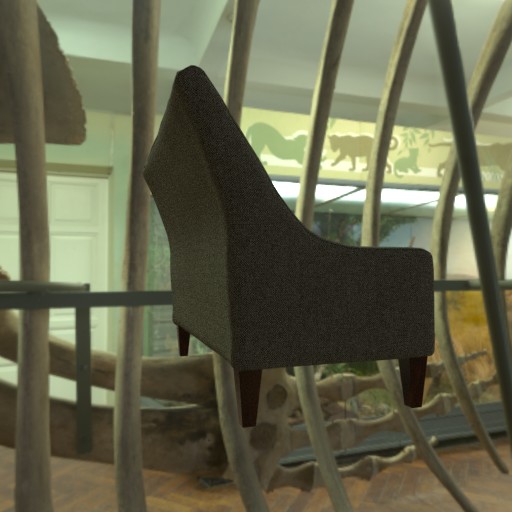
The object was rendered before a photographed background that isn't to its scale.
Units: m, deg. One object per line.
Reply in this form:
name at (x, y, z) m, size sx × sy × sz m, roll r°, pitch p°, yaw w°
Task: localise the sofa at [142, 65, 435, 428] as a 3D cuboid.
sofa at (0.000, 0.000, 1.899) m, size 0.870 × 1.021 × 1.242 m, roll 1°, pitch -2°, yaw -19°
